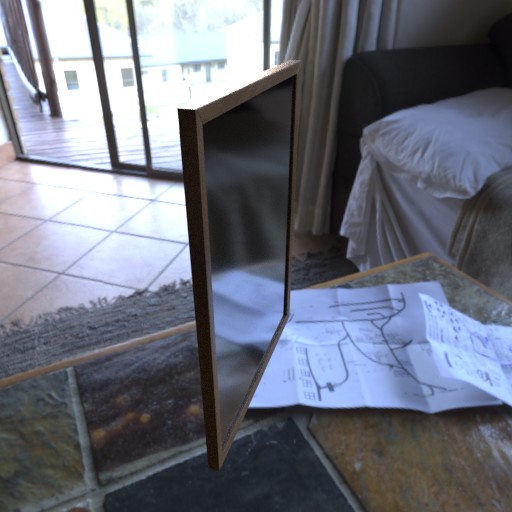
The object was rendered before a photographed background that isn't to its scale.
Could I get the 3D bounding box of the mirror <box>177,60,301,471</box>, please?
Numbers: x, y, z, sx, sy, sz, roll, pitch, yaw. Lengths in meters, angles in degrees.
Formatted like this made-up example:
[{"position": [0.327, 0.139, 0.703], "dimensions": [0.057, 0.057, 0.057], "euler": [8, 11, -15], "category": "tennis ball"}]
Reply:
[{"position": [0.000, 0.000, 1.345], "dimensions": [0.040, 1.016, 0.762], "euler": [10, 32, 16], "category": "mirror"}]
